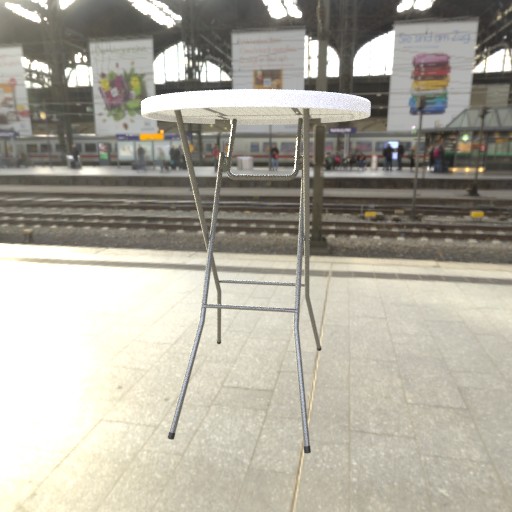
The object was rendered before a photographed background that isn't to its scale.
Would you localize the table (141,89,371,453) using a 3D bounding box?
[{"bbox_3d":[0.000,0.000,1.700,0.792,1.105,0.795,2,13,9],"label":"table"}]
